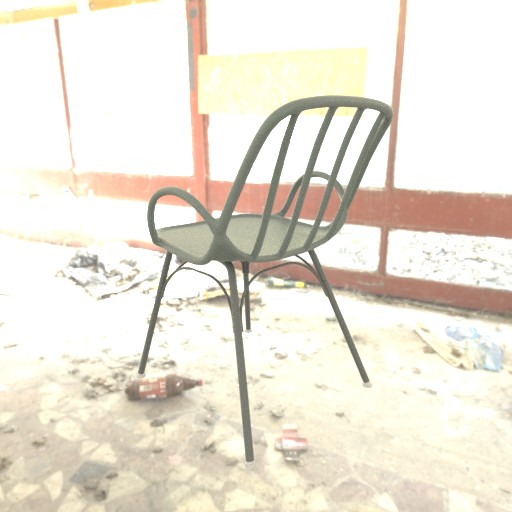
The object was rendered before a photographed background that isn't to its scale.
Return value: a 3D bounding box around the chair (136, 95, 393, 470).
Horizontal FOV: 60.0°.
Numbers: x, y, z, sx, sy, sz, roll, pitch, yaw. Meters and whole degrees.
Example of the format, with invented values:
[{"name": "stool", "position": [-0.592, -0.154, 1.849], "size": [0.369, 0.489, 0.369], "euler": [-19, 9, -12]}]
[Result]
[{"name": "chair", "position": [0.000, 0.000, 1.235], "size": [0.549, 0.816, 0.597], "euler": [-15, 22, -41]}]
